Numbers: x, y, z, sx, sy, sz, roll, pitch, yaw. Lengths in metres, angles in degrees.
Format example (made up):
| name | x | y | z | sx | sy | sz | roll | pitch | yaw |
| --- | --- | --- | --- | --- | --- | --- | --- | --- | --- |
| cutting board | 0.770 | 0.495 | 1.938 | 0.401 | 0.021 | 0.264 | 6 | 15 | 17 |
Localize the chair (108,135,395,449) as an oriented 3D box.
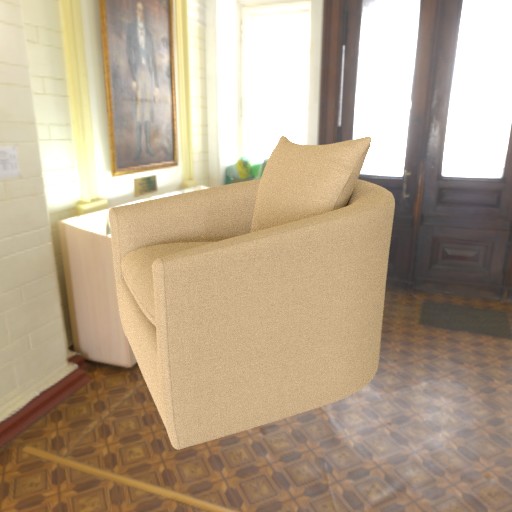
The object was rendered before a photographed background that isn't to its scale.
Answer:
| name | x | y | z | sx | sy | sz | roll | pitch | yaw |
| --- | --- | --- | --- | --- | --- | --- | --- | --- | --- |
| chair | 0.000 | 0.000 | 1.619 | 0.910 | 0.848 | 0.845 | -7 | 18 | -24 |
